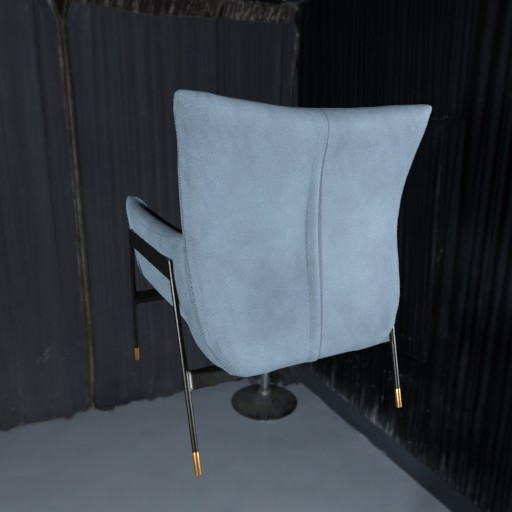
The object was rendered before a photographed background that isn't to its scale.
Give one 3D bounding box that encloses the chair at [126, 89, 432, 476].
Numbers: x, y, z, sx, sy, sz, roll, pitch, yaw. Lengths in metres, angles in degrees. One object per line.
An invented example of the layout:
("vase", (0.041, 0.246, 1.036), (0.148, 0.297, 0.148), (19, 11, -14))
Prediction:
("chair", (0.000, 0.000, 1.362), (0.678, 0.858, 0.709), (-7, 15, -26))
